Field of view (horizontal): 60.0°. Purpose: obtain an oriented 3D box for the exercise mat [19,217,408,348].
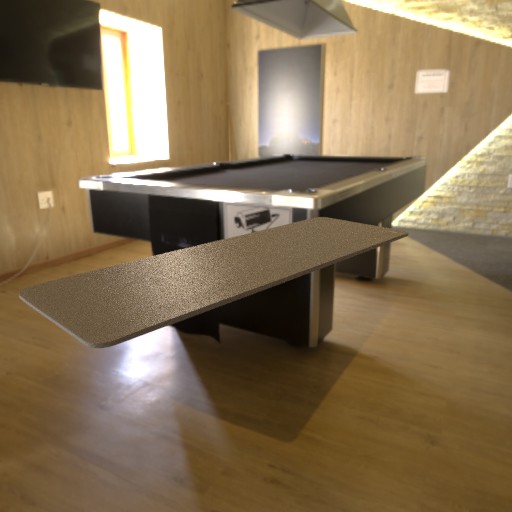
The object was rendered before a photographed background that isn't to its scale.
[{"bbox_3d":[0.000,0.000,2.047,0.616,0.021,1.884,16,23,42],"label":"exercise mat"}]
